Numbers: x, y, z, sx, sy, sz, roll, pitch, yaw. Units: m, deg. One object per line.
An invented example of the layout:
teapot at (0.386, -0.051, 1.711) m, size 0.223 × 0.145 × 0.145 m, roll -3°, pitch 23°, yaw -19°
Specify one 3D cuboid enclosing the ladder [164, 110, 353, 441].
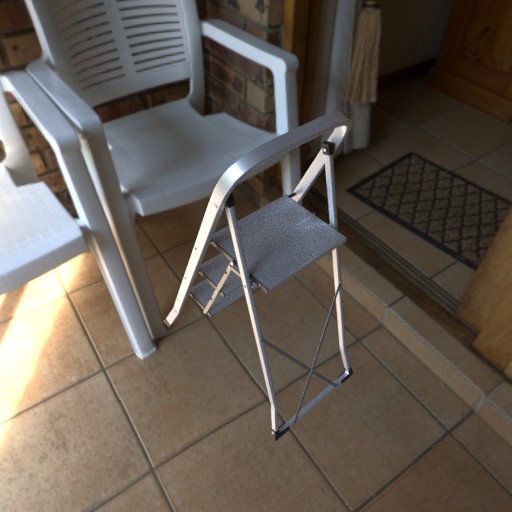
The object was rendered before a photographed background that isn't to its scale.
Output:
ladder at (0.000, 0.000, 1.463) m, size 0.465 × 1.070 × 0.704 m, roll -31°, pitch 54°, yaw -27°
